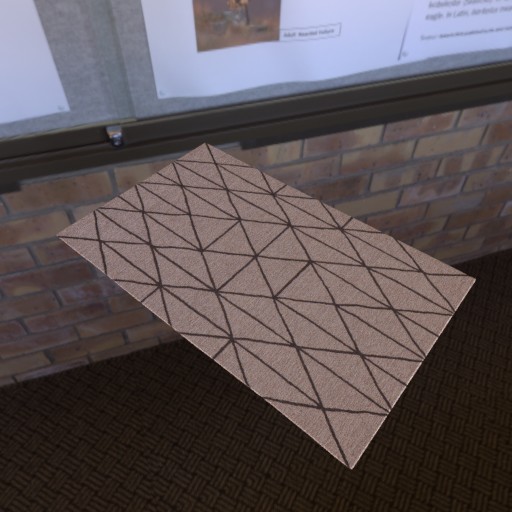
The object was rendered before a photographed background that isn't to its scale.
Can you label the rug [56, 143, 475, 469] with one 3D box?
[{"bbox_3d":[0.000,0.000,3.032,2.465,0.008,1.526,32,55,26],"label":"rug"}]
